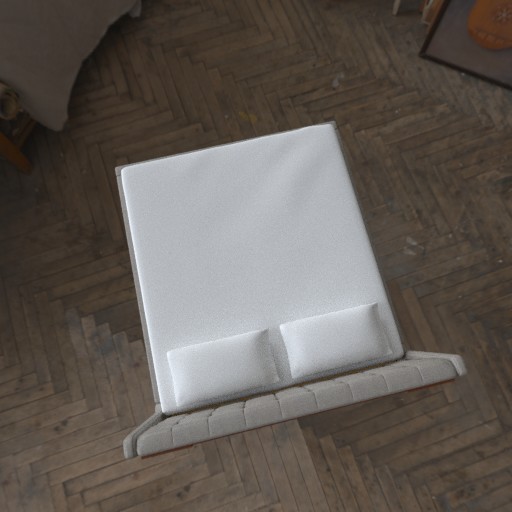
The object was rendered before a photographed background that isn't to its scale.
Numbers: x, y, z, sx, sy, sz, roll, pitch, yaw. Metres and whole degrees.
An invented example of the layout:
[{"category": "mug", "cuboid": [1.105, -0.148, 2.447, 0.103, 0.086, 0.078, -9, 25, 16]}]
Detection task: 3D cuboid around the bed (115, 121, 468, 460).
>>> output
[{"category": "bed", "cuboid": [0.000, 0.000, 3.451, 2.062, 1.289, 2.342, -13, 76, -3]}]
